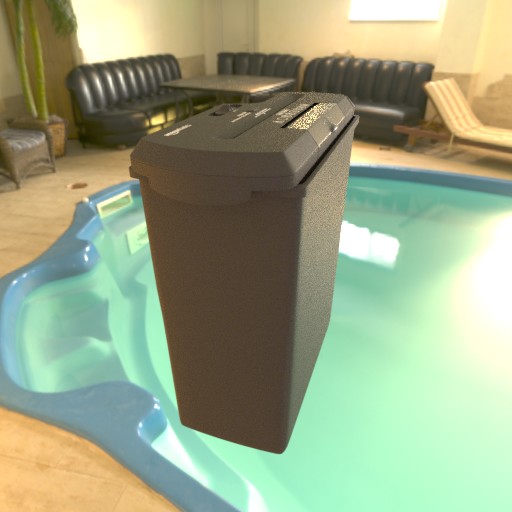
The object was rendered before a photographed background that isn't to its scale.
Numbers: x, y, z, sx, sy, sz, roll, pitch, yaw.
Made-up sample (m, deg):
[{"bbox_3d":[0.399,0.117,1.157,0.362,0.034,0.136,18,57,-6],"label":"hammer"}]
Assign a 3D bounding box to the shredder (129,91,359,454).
[{"bbox_3d":[0.000,0.000,0.515,0.170,0.335,0.320,9,30,17],"label":"shredder"}]
